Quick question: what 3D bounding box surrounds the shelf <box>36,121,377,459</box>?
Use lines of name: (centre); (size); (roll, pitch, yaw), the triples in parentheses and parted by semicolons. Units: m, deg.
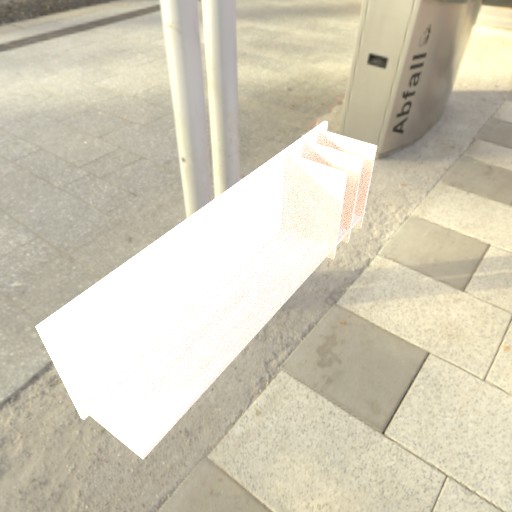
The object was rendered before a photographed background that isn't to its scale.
shelf: (0.000, 0.000, 1.126); (0.200, 0.300, 1.020); (25, 47, 26)
